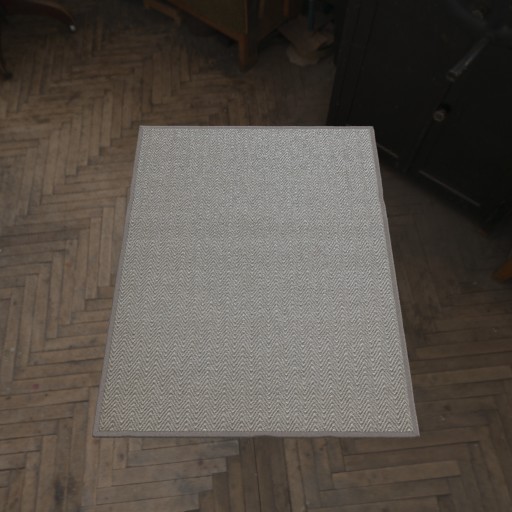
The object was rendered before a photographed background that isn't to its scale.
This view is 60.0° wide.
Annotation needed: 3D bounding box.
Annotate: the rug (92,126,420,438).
[{"bbox_3d":[0.000,0.000,3.945,2.434,0.032,3.007,0,64,0],"label":"rug"}]
